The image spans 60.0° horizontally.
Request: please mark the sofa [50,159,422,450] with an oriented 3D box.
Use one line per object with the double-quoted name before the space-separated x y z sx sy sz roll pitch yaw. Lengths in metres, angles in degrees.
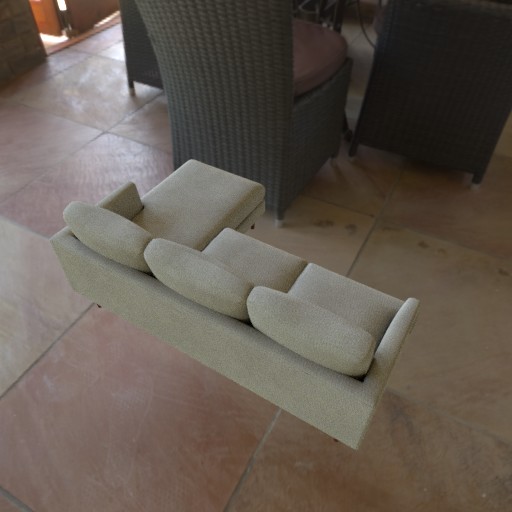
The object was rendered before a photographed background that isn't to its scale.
"sofa" 0.000 0.000 3.058 2.233 0.956 1.504 23 50 21
